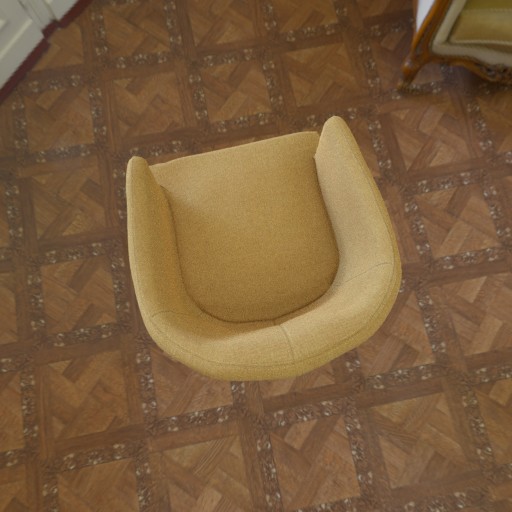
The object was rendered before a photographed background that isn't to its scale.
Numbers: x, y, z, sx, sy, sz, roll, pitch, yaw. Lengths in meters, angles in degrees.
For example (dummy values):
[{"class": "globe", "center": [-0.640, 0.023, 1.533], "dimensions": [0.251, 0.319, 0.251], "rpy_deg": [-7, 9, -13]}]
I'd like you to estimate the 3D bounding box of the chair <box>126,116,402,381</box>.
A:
[{"class": "chair", "center": [0.000, 0.000, 1.254], "dimensions": [0.583, 0.811, 0.655], "rpy_deg": [-12, 77, -3]}]
